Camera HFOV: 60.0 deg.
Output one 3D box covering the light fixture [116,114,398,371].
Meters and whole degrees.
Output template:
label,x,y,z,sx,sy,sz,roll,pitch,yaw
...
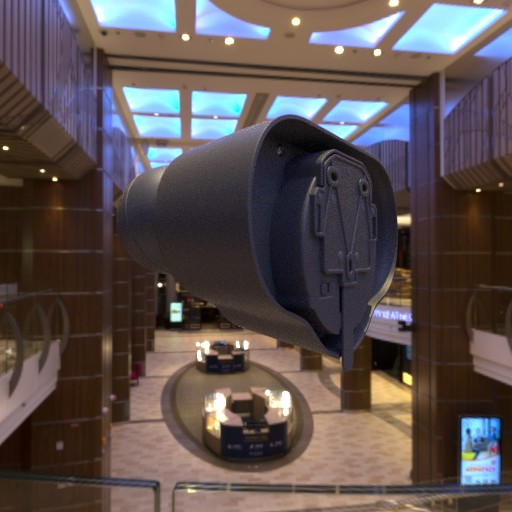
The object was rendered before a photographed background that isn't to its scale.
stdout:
label,x,y,z,sx,sy,sz,roll,pitch,yaw
light fixture,0.000,0.000,0.349,0.159,0.159,0.229,-1,-1,35
